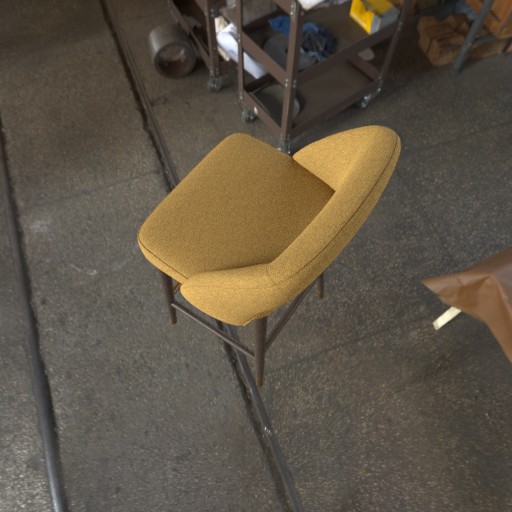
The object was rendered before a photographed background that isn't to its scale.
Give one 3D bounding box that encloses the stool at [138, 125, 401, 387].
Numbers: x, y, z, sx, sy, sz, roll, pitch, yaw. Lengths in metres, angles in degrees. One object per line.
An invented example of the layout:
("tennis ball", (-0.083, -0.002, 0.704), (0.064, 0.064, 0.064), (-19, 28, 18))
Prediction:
("stool", (0.000, 0.000, 1.332), (0.522, 1.032, 0.536), (33, 68, 15))
